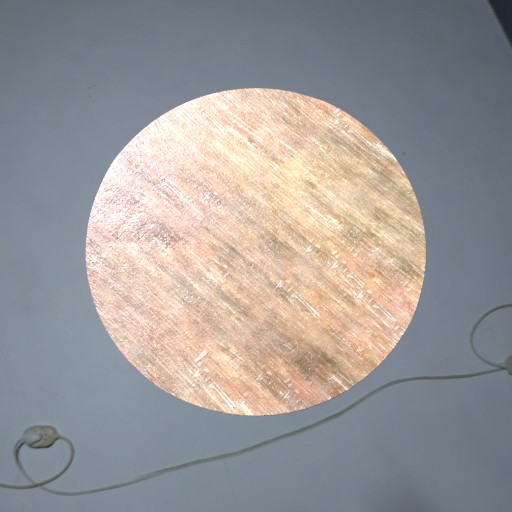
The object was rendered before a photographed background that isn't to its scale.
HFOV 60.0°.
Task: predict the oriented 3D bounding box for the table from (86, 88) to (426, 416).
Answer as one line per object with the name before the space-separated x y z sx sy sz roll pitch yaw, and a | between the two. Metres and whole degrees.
table | 0.000 0.000 1.490 0.974 0.450 0.974 0 76 0
